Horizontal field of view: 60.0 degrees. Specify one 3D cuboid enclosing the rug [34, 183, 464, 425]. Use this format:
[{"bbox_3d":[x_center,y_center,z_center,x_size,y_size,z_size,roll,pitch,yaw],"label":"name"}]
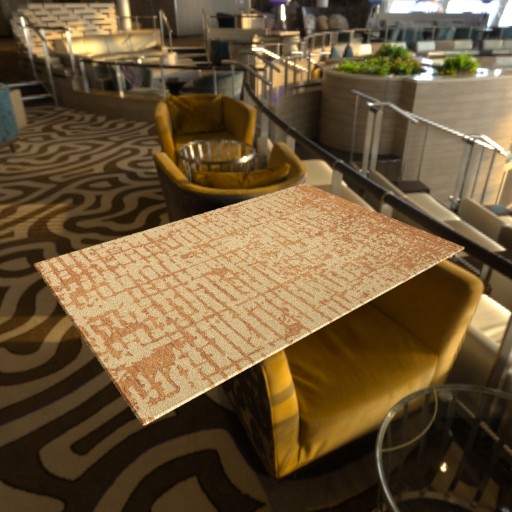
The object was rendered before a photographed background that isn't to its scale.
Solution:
[{"bbox_3d":[0.000,0.000,2.253,1.829,0.011,1.219,-21,36,-32],"label":"rug"}]
